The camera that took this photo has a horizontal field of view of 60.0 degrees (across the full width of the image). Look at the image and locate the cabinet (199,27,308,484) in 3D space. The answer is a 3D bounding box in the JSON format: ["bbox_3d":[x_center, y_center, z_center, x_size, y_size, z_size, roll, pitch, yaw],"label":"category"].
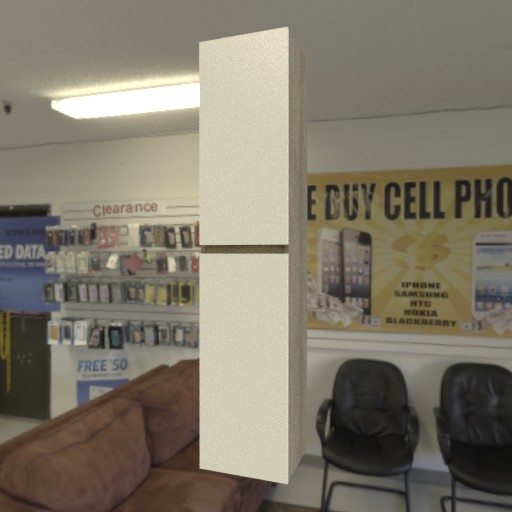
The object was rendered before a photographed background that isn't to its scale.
[{"bbox_3d":[0.000,0.000,1.533,0.300,1.400,0.270,0,1,19],"label":"cabinet"}]
